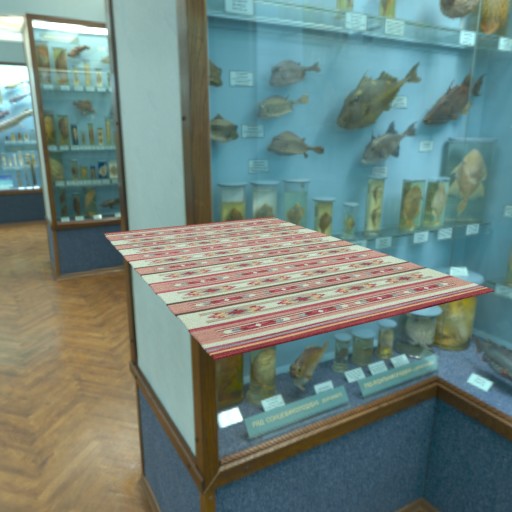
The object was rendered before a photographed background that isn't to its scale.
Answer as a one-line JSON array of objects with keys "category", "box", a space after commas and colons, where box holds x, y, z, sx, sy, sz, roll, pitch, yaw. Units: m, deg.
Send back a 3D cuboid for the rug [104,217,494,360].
[{"category": "rug", "box": [0.000, 0.000, 2.287, 1.223, 0.008, 1.817, -8, 17, -26]}]
